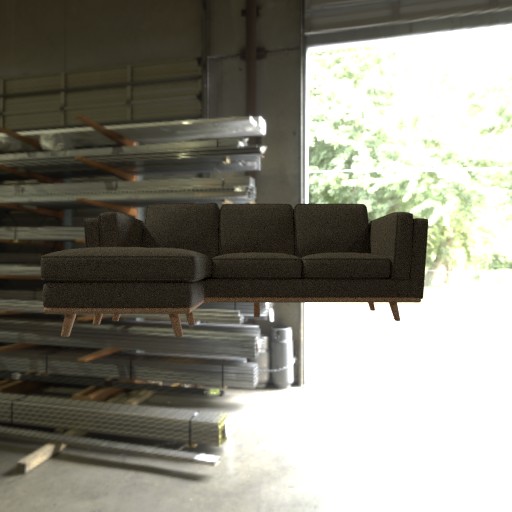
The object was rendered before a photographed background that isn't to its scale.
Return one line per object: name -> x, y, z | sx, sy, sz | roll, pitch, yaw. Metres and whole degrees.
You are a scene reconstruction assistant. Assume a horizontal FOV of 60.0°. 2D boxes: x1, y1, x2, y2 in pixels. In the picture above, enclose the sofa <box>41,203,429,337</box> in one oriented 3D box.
sofa -> 0.000, 0.000, 3.162 | 2.411, 0.929, 1.604 | 0, -1, 0
